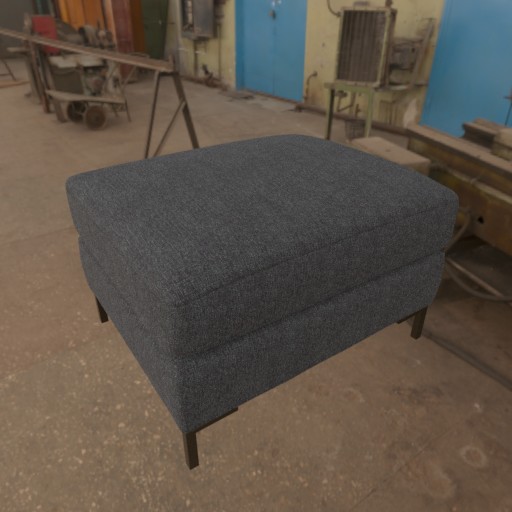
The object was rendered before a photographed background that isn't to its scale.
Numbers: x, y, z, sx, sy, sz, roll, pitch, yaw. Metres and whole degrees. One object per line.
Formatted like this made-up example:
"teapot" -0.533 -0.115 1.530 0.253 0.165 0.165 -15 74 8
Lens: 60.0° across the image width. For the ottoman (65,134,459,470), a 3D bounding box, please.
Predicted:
"ottoman" 0.000 0.000 1.275 0.831 0.533 0.695 -19 35 -29
